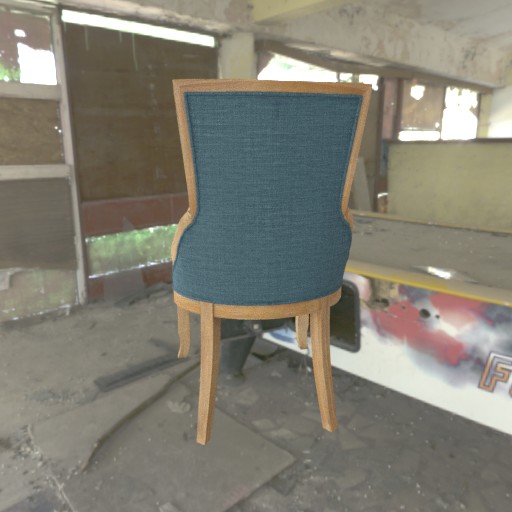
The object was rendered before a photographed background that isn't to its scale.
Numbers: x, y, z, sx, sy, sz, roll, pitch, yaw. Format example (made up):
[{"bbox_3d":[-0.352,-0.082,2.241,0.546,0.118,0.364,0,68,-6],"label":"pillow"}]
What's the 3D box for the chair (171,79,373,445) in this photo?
[{"bbox_3d":[0.000,0.000,1.376,0.524,0.947,0.641,-2,14,-9],"label":"chair"}]
